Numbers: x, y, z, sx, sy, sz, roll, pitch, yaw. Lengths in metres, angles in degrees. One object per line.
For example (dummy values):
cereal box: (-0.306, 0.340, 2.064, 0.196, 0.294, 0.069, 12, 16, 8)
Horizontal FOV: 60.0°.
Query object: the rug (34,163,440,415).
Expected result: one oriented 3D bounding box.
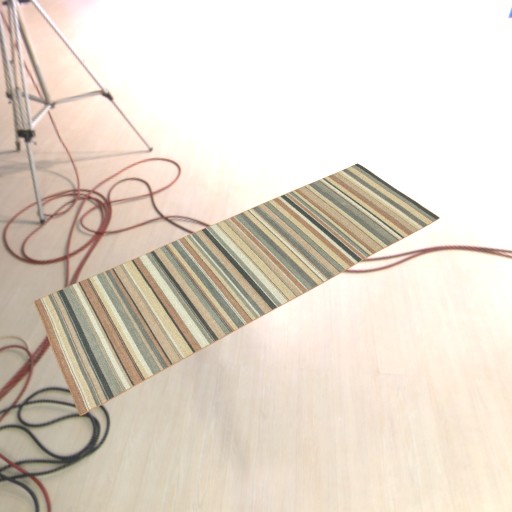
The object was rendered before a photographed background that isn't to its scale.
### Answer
rug: (0.000, 0.000, 2.702, 2.444, 0.010, 0.799, -26, 50, -23)
